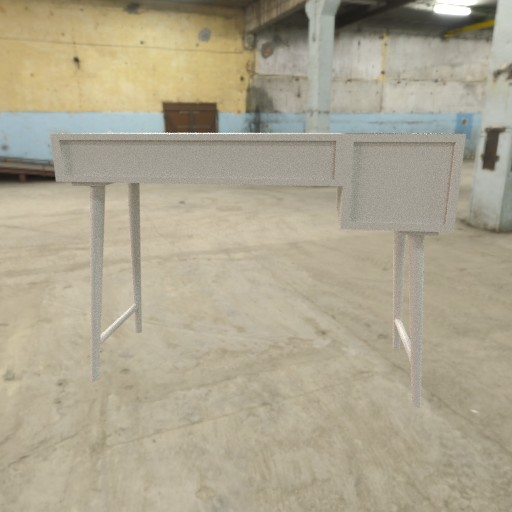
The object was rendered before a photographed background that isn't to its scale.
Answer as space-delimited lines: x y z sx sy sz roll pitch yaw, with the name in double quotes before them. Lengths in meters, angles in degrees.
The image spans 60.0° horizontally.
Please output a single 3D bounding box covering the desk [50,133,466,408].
"desk" 0.000 0.000 1.426 1.069 0.761 0.409 2 16 8
